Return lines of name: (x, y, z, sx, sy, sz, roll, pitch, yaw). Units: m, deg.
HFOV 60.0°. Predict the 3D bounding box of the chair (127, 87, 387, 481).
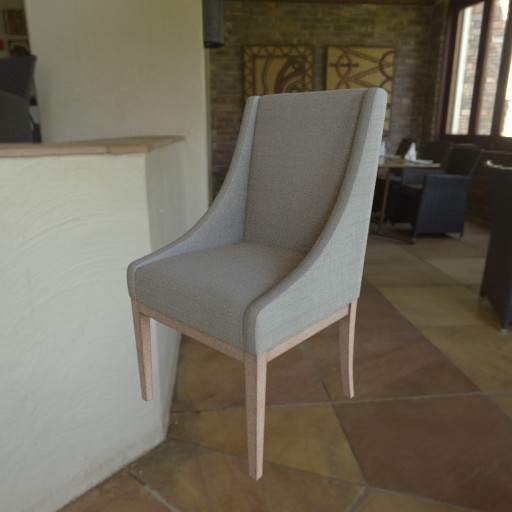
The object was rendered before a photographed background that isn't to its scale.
chair: (0.000, 0.000, 1.423, 0.575, 1.021, 0.611, 15, 21, 41)
